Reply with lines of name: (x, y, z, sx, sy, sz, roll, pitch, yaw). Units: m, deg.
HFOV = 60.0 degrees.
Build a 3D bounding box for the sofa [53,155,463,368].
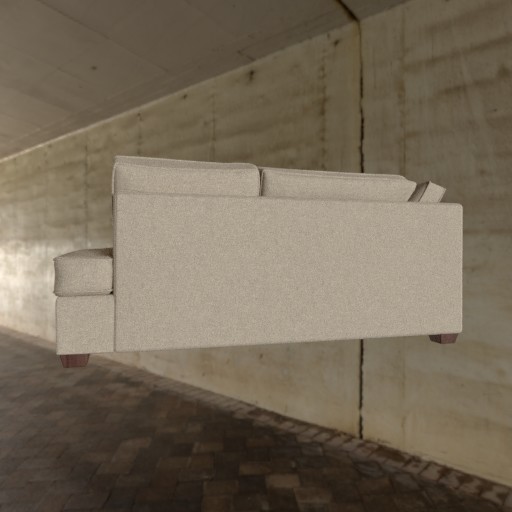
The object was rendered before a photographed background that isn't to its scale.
sofa: (0.000, 0.000, 2.826, 2.237, 1.033, 1.110, 0, 0, -15)
